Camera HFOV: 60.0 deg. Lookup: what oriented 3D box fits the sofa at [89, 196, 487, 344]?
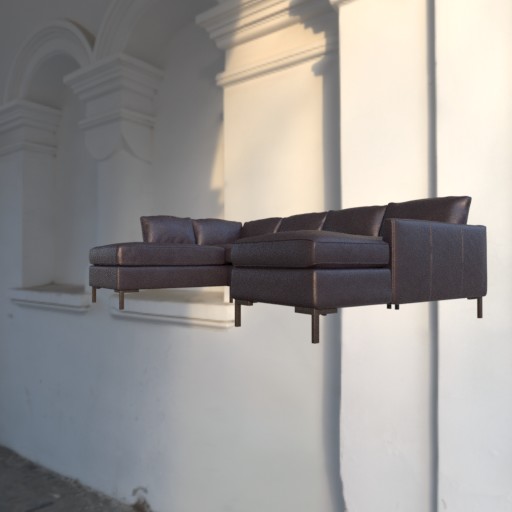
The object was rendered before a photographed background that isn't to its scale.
[{"bbox_3d":[0.000,0.000,3.751,1.939,0.900,2.956,1,-1,-37],"label":"sofa"}]
